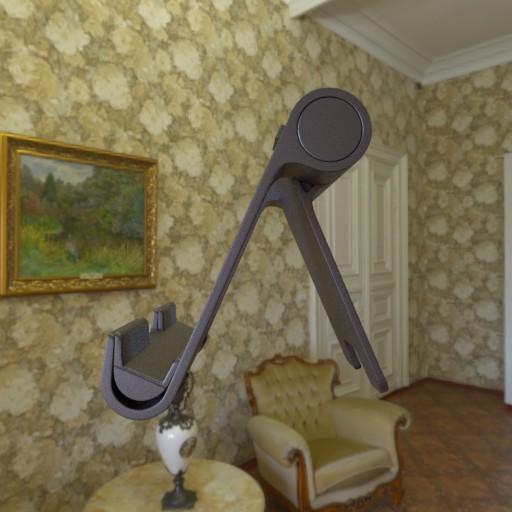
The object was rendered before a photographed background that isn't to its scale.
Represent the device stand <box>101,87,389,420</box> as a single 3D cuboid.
[{"bbox_3d":[0.000,0.000,0.154,0.079,0.084,0.088,0,-1,-1],"label":"device stand"}]
